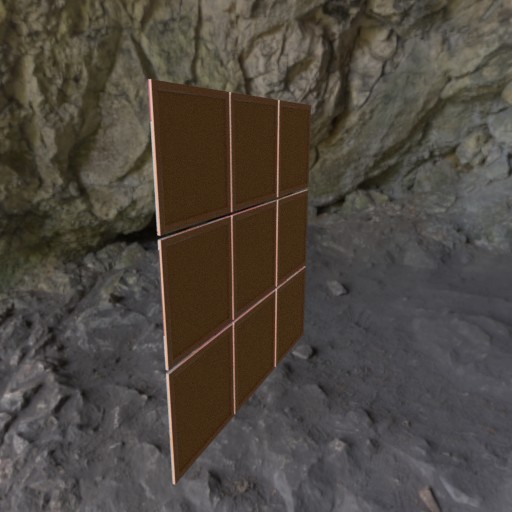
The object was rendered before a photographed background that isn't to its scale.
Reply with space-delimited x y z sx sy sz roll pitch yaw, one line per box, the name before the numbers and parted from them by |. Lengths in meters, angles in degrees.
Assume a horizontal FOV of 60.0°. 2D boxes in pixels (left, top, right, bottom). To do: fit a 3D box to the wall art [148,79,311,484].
wall art | 0.000 0.000 2.234 0.013 1.519 1.521 7 17 25
